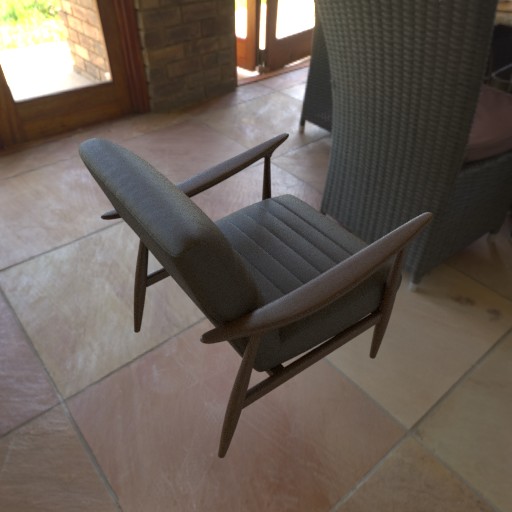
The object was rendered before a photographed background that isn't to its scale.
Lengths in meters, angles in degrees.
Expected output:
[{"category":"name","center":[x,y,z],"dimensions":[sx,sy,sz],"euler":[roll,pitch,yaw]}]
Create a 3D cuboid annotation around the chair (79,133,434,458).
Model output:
[{"category":"chair","center":[0.000,0.000,1.443],"dimensions":[0.798,0.831,0.741],"euler":[-26,47,-27]}]
